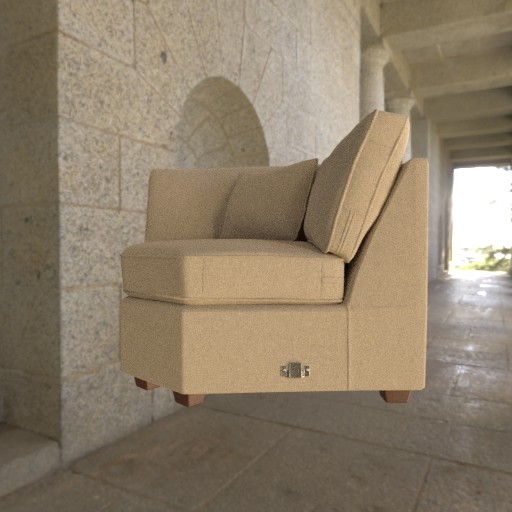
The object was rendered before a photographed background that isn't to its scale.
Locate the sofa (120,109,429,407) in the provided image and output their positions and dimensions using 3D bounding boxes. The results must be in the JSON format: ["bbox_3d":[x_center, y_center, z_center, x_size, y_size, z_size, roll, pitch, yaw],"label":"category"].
[{"bbox_3d":[0.000,0.000,1.850,1.050,0.937,1.042,0,1,-1],"label":"sofa"}]
